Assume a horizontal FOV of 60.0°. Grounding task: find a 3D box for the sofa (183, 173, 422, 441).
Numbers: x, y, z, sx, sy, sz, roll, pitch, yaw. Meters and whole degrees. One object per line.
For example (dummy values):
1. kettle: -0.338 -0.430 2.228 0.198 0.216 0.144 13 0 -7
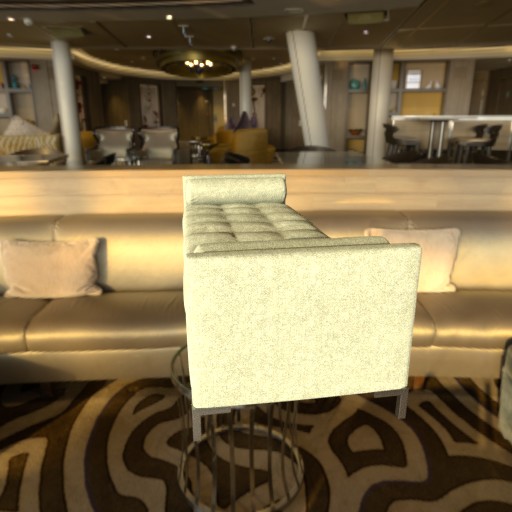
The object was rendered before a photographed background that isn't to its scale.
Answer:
1. sofa: 0.000 0.000 2.457 0.797 0.657 2.102 -3 17 -9
